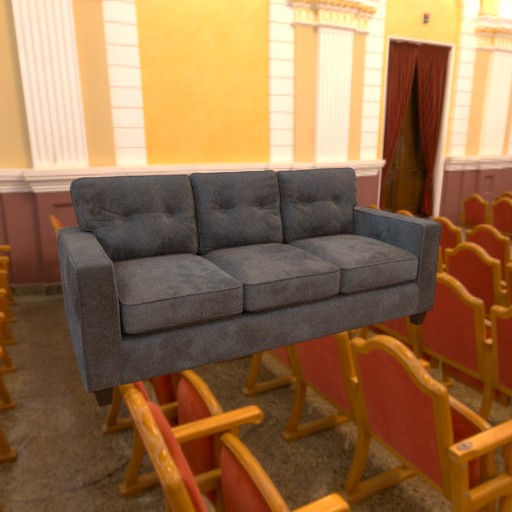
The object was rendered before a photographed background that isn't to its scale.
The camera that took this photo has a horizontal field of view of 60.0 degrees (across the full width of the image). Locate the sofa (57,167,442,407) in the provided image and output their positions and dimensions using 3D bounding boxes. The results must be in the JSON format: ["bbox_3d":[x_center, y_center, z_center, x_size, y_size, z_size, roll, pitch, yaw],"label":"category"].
[{"bbox_3d":[0.000,0.000,2.664,2.133,0.965,0.939,-8,17,-26],"label":"sofa"}]
